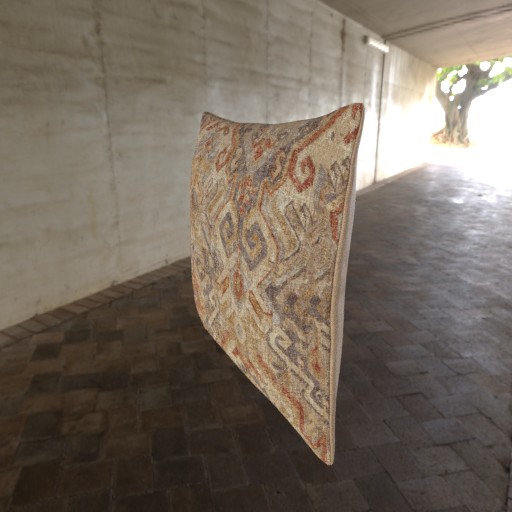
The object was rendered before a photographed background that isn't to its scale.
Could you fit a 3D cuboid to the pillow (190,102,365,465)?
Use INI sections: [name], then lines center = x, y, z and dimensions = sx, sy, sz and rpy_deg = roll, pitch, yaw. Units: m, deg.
[pillow]
center = 0.000, 0.000, 0.799
dimensions = 0.166, 0.506, 0.523
rpy_deg = -8, 19, -25
